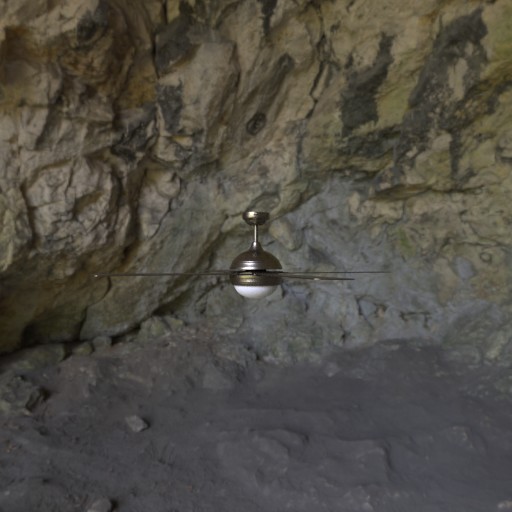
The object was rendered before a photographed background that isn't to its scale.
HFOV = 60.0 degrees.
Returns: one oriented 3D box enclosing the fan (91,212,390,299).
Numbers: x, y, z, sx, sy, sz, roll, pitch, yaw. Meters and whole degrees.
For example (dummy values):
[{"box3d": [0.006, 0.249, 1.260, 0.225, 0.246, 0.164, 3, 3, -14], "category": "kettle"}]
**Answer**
[{"box3d": [0.000, 0.000, 1.978, 1.321, 0.381, 1.321, 0, -1, 0], "category": "fan"}]
